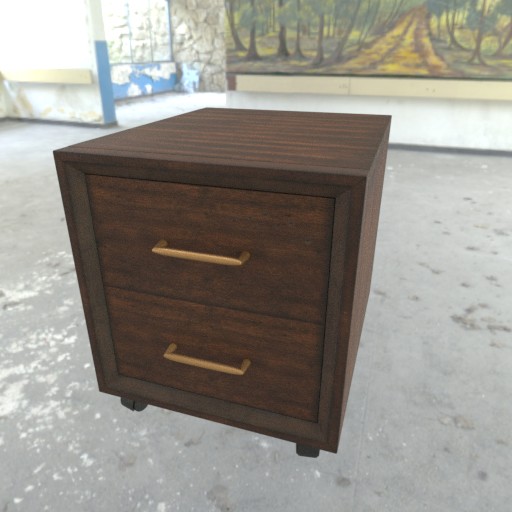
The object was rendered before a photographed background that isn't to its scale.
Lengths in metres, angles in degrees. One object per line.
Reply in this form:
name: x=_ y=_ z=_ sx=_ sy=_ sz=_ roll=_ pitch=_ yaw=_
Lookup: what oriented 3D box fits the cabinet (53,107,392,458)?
cabinet: x=0.000 y=0.000 z=0.819 sx=0.402 sy=0.455 sz=0.500 roll=8 pitch=26 yaw=17
